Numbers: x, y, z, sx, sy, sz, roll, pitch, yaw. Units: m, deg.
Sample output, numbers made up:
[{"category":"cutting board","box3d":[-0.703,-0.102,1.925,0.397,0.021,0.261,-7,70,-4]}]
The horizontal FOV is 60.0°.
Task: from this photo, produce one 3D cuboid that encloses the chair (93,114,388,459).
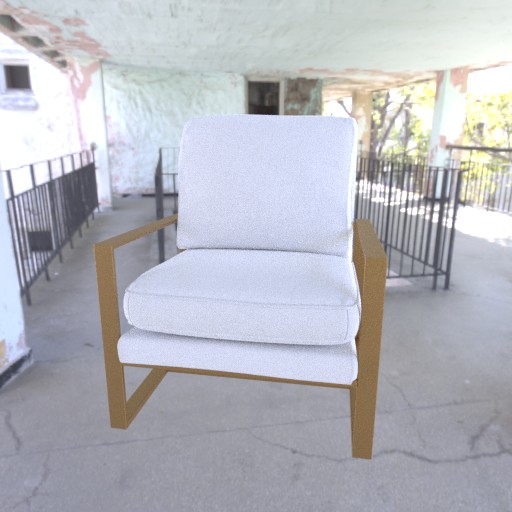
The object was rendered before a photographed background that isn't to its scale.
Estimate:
[{"category":"chair","box3d":[0.000,0.000,1.551,0.805,0.966,0.813,3,16,10]}]
